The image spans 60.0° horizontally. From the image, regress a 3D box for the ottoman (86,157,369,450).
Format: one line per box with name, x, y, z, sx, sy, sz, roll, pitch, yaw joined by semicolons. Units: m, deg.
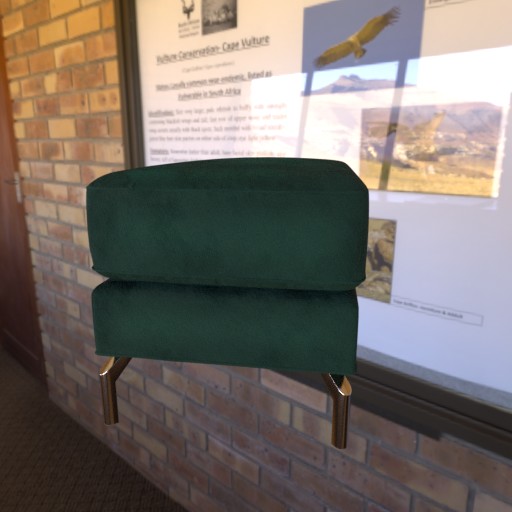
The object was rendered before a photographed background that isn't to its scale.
ottoman;0.000;0.000;1.237;0.536;0.533;0.886;2;14;9
